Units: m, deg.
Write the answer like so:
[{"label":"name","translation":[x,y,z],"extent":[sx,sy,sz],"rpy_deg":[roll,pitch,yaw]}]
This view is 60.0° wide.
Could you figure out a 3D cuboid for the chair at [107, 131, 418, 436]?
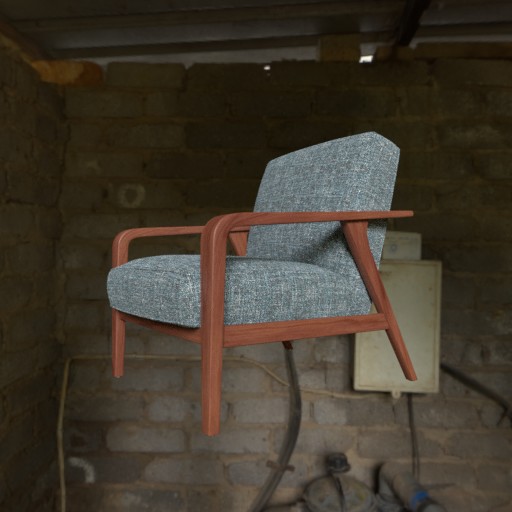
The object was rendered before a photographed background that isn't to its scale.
[{"label":"chair","translation":[0.000,0.000,1.552],"extent":[0.889,0.864,0.719],"rpy_deg":[0,-1,-36]}]
